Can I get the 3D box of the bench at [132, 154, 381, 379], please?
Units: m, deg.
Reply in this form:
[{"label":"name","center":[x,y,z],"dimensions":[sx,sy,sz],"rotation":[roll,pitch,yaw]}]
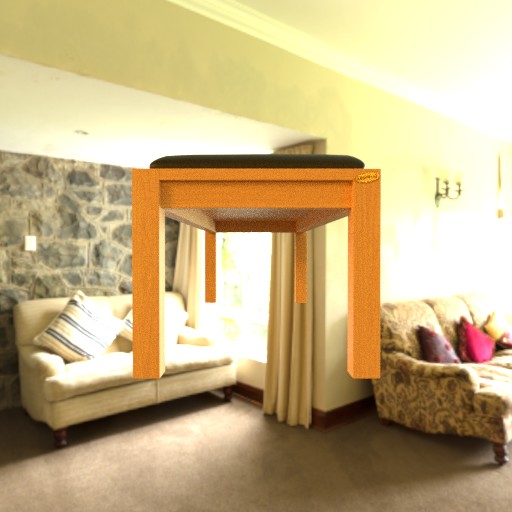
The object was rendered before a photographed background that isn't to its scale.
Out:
[{"label":"bench","center":[0.000,0.000,1.401],"dimensions":[0.450,0.430,1.202],"rotation":[0,1,0]}]
